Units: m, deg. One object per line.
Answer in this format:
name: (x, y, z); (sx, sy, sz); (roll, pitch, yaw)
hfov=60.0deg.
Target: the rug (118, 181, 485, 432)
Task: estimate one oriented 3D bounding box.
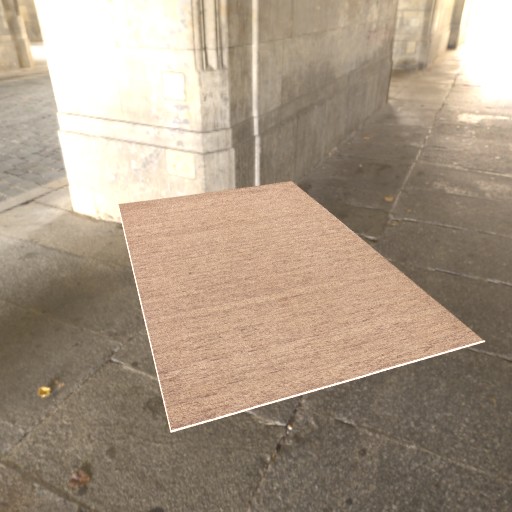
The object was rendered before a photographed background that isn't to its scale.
rug: (0.000, 0.000, 2.288); (1.225, 0.013, 1.840); (-10, 32, -17)
